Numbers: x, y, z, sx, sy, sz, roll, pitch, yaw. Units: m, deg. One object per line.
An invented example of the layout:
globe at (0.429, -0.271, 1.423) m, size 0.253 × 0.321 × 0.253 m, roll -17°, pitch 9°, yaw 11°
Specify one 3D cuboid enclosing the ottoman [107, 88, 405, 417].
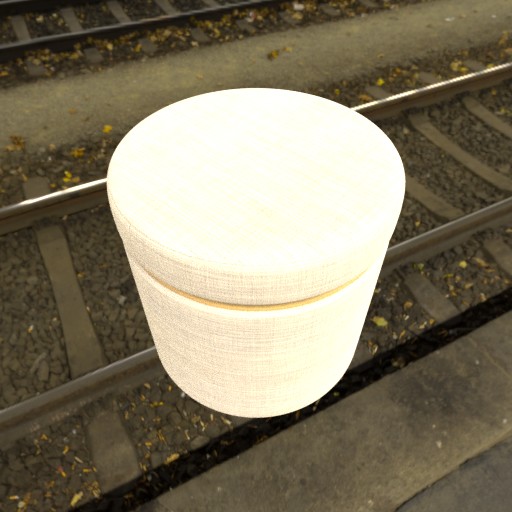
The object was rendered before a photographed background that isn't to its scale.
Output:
ottoman at (0.000, 0.000, 0.742) m, size 0.400 × 0.406 × 0.400 m, roll 0°, pitch 47°, yaw 0°
